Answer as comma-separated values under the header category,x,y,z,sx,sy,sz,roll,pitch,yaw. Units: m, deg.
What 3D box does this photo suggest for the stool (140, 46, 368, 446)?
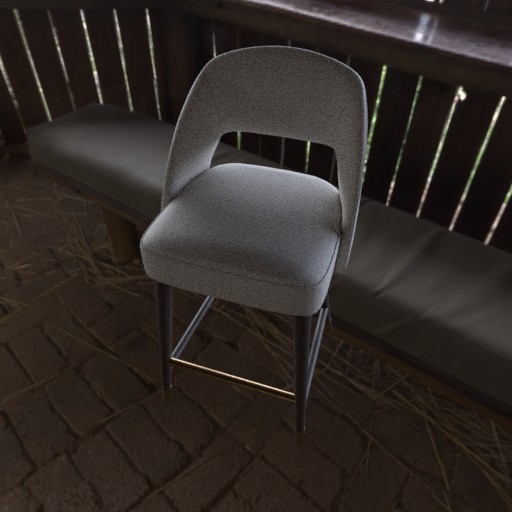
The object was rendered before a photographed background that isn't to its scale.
category,x,y,z,sx,sy,sz,roll,pitch,yaw
stool,0.000,0.000,1.209,0.494,0.940,0.509,13,43,14
